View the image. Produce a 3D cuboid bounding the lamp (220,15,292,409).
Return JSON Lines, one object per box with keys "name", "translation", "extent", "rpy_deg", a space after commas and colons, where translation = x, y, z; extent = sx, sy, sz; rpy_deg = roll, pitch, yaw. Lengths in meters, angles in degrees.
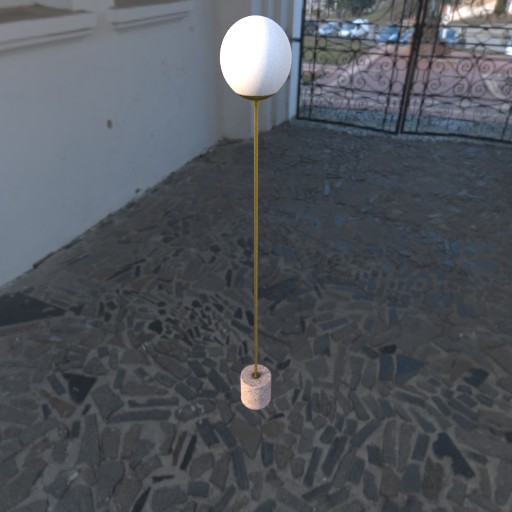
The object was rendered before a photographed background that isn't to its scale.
{"name": "lamp", "translation": [0.000, 0.000, 1.829], "extent": [0.229, 1.748, 0.229], "rpy_deg": [22, 39, 30]}
